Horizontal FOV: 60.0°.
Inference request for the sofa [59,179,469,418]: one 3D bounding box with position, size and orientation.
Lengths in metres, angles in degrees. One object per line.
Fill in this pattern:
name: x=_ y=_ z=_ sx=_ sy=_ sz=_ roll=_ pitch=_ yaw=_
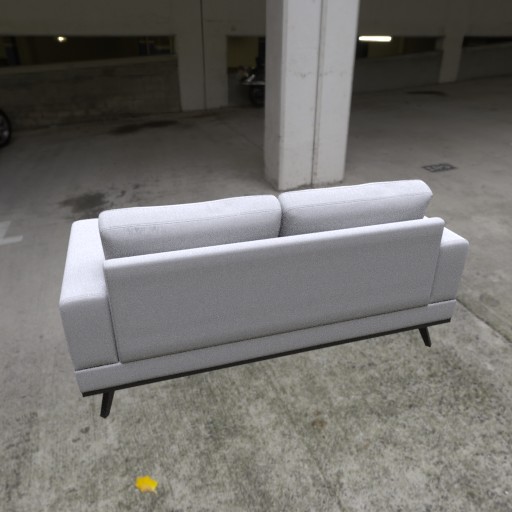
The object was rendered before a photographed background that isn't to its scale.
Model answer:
sofa: x=0.000 y=0.000 z=2.131 sx=1.650 sy=0.810 sz=0.920 roll=-8 pitch=28 yaw=-15
